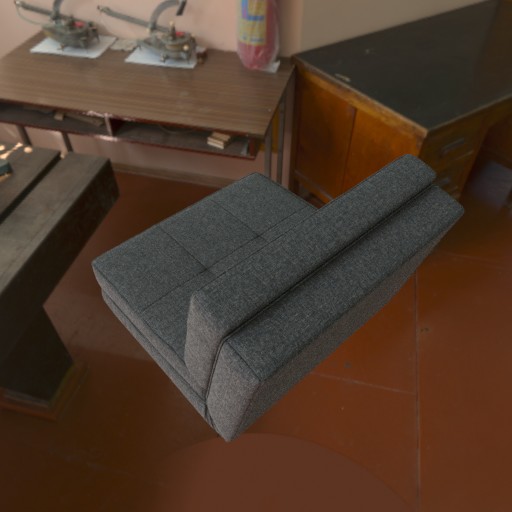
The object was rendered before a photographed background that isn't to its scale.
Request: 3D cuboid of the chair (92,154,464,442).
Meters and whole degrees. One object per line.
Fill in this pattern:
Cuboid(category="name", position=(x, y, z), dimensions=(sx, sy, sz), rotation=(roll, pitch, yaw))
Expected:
Cuboid(category="chair", position=(0.000, 0.000, 1.320), dimensions=(0.740, 0.615, 0.800), rotation=(-33, 55, -28))
